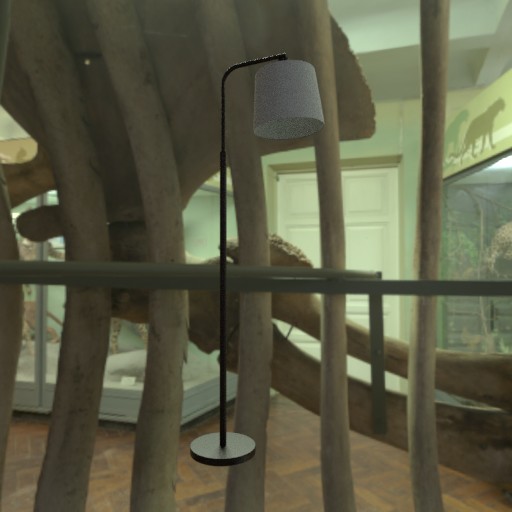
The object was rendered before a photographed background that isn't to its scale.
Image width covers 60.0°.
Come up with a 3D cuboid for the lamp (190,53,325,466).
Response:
[{"bbox_3d":[0.000,0.000,1.643,0.508,1.478,0.254,0,-1,18],"label":"lamp"}]
